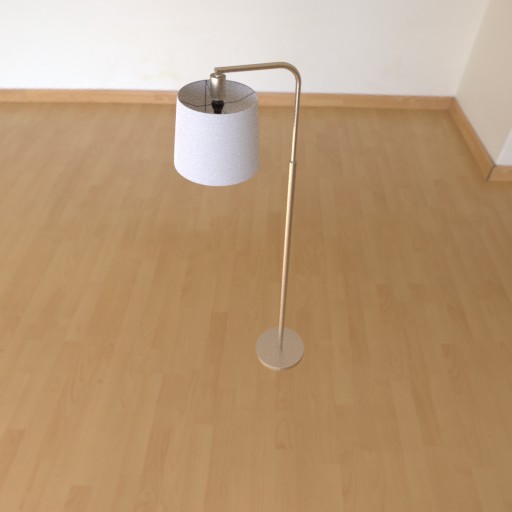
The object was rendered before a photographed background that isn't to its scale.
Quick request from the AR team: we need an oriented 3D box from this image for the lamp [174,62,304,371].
[{"bbox_3d":[0.000,0.000,1.699,0.508,1.478,0.254,-16,48,-15],"label":"lamp"}]
